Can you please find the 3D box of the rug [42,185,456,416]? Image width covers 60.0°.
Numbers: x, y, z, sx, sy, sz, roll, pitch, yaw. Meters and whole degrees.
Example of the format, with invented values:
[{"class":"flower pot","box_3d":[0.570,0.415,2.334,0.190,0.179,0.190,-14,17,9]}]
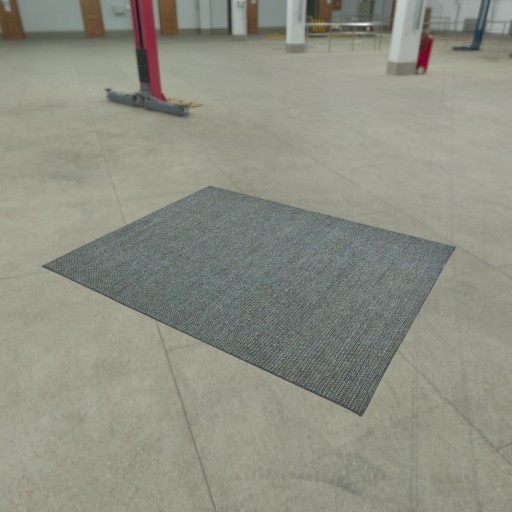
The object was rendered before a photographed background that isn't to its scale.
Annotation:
[{"class":"rug","box_3d":[0.000,0.000,4.169,3.068,0.021,2.456,18,34,28]}]
